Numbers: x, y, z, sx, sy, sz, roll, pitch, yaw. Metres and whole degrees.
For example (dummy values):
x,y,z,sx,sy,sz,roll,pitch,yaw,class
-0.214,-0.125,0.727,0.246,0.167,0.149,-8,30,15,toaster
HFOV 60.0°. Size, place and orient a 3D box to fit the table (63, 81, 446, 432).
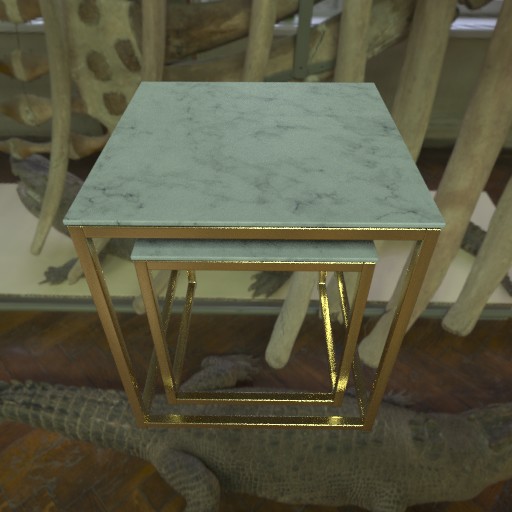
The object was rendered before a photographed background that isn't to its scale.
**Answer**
x,y,z,sx,sy,sz,roll,pitch,yaw,class
0.000,0.000,0.852,0.450,0.500,0.450,1,41,1,table
